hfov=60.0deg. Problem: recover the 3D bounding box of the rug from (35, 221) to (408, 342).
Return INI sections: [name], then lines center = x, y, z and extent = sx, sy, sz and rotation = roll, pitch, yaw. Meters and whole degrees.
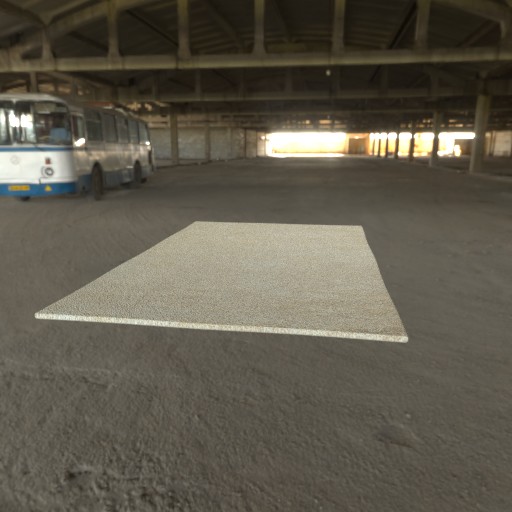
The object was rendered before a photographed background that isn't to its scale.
[rug]
center = 0.000, 0.000, 2.862
extent = 1.500, 0.025, 2.346
rotation = 2, 14, 9
